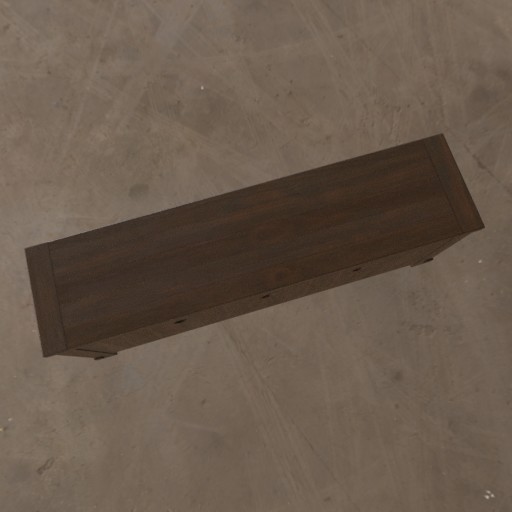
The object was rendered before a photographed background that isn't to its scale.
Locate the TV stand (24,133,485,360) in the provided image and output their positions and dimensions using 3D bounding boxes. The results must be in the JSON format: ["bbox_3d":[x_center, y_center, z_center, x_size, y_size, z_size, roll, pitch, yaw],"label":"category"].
[{"bbox_3d":[0.000,0.000,2.138,1.866,0.615,0.471,-16,76,-4],"label":"TV stand"}]
